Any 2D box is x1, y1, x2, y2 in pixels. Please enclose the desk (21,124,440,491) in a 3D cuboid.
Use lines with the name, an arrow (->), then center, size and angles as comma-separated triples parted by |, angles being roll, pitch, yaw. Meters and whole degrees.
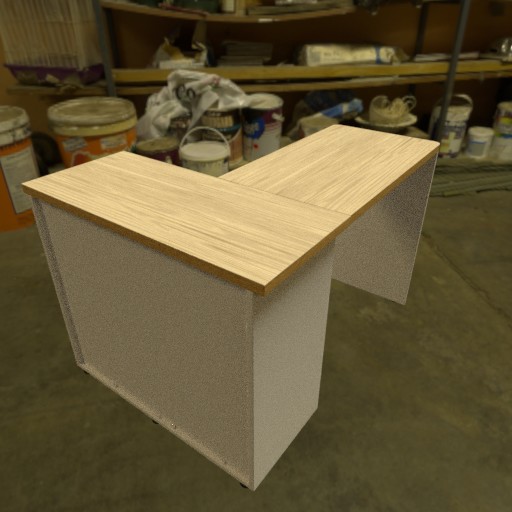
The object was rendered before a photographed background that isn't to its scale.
desk -> 0.000, 0.000, 1.708 | 0.900, 0.760, 1.170 | 21, 37, 30
